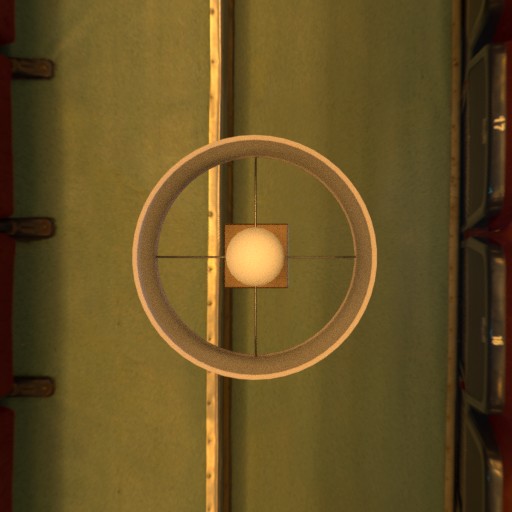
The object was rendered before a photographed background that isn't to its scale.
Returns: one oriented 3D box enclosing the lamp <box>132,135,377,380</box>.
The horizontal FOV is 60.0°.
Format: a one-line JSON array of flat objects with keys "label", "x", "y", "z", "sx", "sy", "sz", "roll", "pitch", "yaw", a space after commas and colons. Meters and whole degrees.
[{"label": "lamp", "x": 0.000, "y": 0.000, "z": 0.575, "sx": 0.251, "sy": 0.435, "sz": 0.251, "roll": 0, "pitch": 90, "yaw": 0}]
